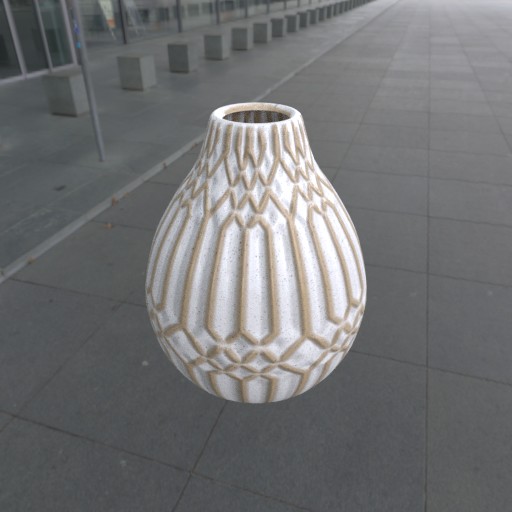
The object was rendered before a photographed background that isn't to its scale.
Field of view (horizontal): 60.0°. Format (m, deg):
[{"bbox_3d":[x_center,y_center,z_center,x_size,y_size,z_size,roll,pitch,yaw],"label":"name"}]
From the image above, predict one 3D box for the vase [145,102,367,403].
[{"bbox_3d":[0.000,0.000,0.315,0.159,0.200,0.159,0,32,0],"label":"vase"}]
